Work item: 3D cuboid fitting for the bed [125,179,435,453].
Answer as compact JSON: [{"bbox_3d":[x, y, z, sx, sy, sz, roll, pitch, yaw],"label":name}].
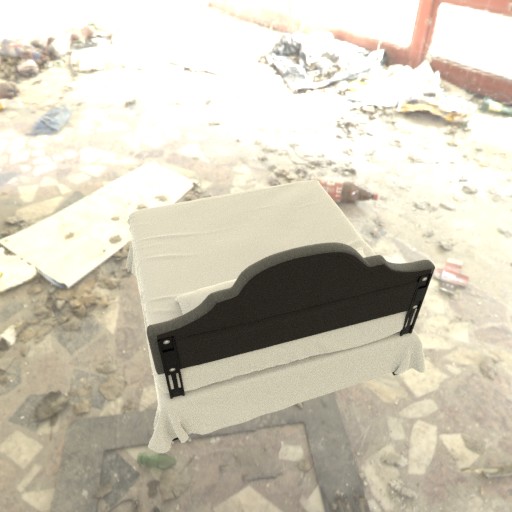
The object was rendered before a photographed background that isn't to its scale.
[{"bbox_3d":[0.000,0.000,3.789,2.303,1.631,2.222,-12,42,-13],"label":"bed"}]
